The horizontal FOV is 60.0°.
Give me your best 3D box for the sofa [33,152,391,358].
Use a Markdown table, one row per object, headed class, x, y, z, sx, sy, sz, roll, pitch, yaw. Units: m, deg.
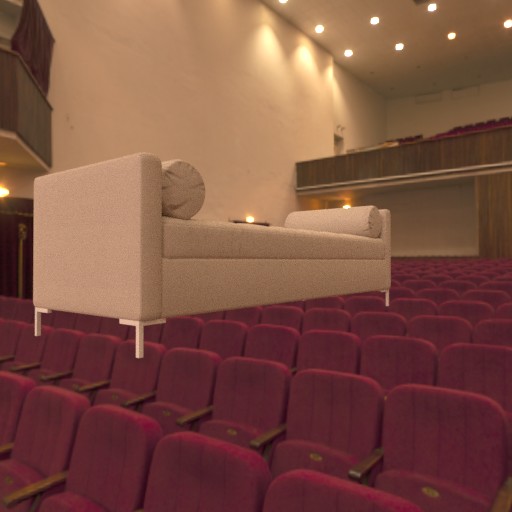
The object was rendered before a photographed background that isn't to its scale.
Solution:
| class | x | y | z | sx | sy | sz | roll | pitch | yaw |
| --- | --- | --- | --- | --- | --- | --- | --- | --- | --- |
| sofa | 0.000 | 0.000 | 2.308 | 0.686 | 0.635 | 1.981 | -1 | -1 | 38 |
